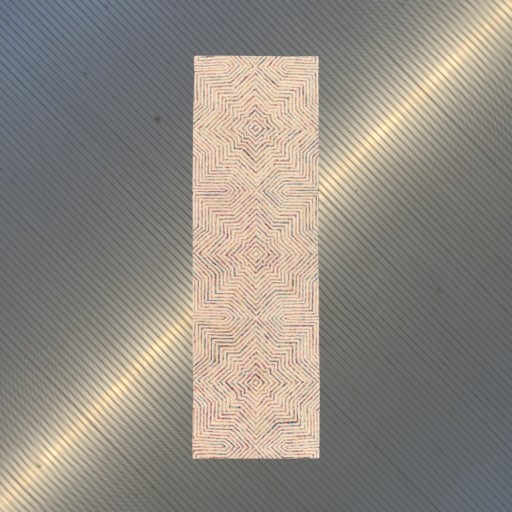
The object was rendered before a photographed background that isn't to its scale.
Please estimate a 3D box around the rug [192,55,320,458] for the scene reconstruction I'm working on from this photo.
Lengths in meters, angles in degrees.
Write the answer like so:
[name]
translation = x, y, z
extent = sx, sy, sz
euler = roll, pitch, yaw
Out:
[rug]
translation = 0.000, 0.000, 2.688
extent = 0.771, 0.009, 2.443
euler = 0, 89, -1
